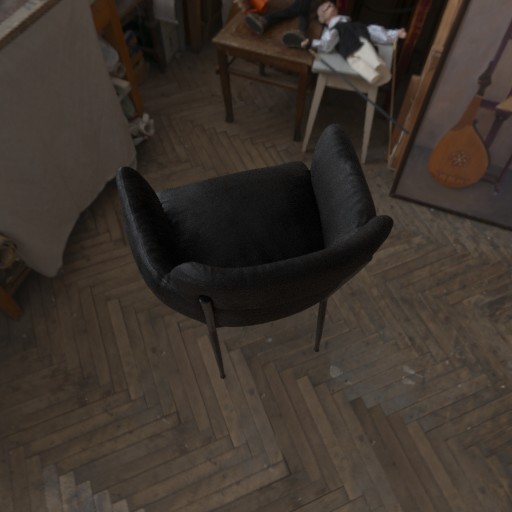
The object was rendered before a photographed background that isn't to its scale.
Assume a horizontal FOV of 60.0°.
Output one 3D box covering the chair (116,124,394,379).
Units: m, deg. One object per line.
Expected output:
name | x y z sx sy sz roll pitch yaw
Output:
chair | 0.000 0.000 1.255 0.640 0.818 0.604 -14 59 -8
